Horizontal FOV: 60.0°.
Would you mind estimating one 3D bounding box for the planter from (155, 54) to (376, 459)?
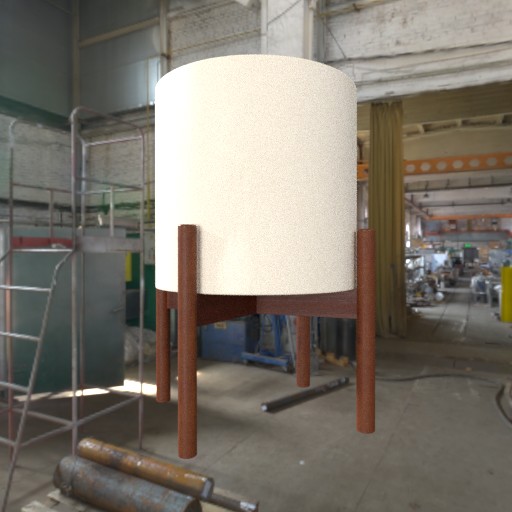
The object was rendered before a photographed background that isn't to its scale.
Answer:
[{"bbox_3d":[0.000,0.000,0.943,0.417,0.670,0.417,0,0,-19],"label":"planter"}]
